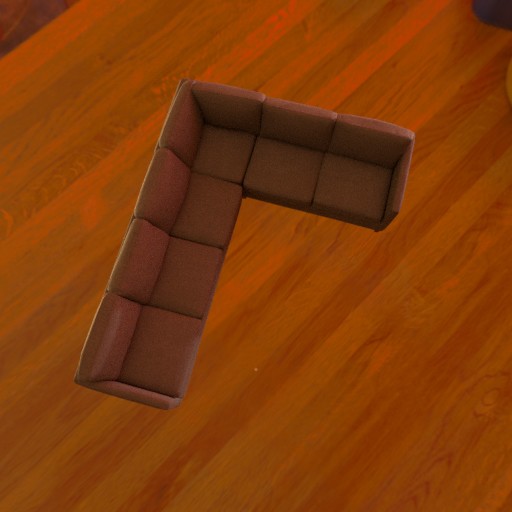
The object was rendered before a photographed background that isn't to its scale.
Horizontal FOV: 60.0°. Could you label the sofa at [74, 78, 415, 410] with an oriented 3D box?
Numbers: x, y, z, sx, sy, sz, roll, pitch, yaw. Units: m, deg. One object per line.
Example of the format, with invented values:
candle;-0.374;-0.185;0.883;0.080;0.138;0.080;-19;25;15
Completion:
sofa;0.000;0.000;4.504;2.593;0.947;3.302;15;76;4
